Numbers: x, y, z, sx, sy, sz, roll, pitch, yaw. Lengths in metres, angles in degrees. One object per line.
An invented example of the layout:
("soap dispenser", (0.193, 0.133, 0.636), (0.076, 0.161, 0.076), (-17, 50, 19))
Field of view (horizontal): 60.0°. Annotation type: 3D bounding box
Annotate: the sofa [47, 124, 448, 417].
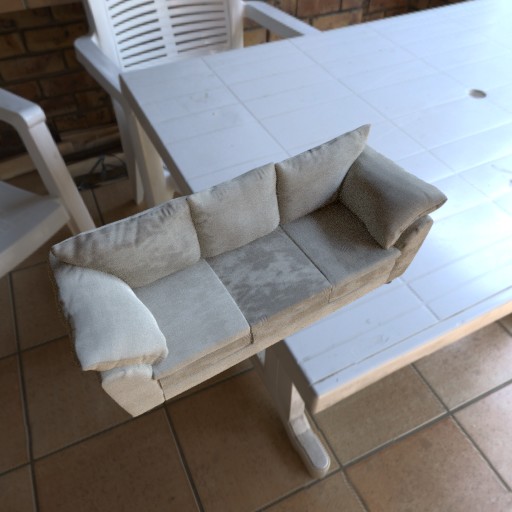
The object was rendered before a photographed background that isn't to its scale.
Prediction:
("sofa", (0.000, 0.000, 2.855), (2.377, 0.981, 0.893), (-24, 52, -21))
